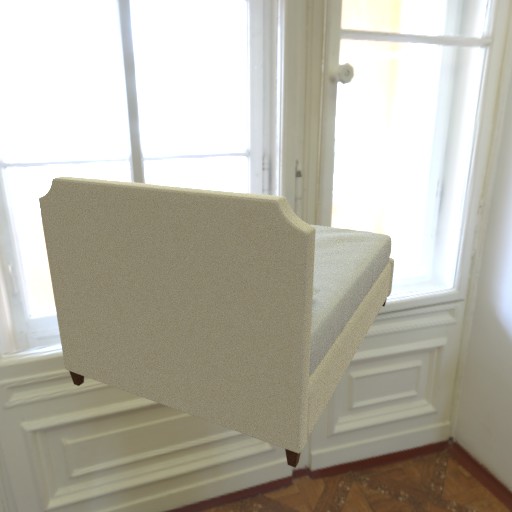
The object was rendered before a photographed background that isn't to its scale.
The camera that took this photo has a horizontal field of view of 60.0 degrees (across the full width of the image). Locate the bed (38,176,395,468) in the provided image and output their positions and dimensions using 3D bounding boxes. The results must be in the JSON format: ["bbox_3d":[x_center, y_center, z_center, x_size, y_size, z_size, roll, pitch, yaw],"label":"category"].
[{"bbox_3d":[0.000,0.000,3.401,1.703,1.415,2.329,9,21,25],"label":"bed"}]
